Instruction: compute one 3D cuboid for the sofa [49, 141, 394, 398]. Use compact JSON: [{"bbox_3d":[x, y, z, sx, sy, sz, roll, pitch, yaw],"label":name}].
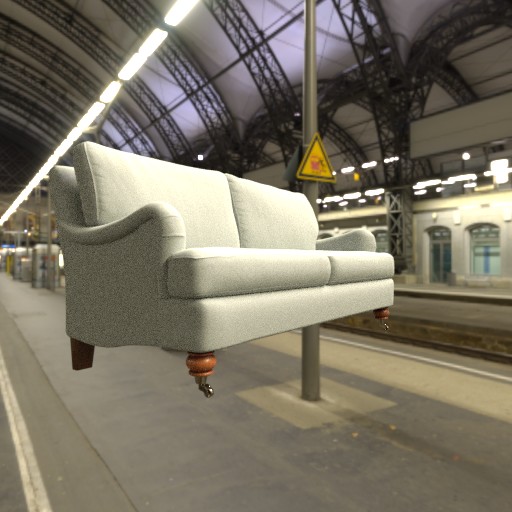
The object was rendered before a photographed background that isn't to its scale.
[{"bbox_3d":[0.000,0.000,2.768,1.069,1.096,2.193,0,0,36],"label":"sofa"}]
